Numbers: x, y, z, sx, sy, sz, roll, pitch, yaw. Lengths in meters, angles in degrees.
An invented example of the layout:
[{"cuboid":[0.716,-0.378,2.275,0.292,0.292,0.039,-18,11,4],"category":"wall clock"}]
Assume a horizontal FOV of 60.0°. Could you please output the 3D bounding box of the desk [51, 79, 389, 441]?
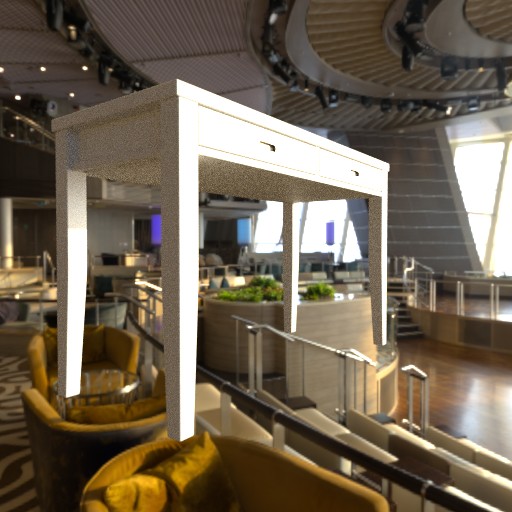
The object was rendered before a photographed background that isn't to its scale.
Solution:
[{"cuboid":[0.000,0.000,1.575,0.508,0.775,1.220,1,2,37],"category":"desk"}]
